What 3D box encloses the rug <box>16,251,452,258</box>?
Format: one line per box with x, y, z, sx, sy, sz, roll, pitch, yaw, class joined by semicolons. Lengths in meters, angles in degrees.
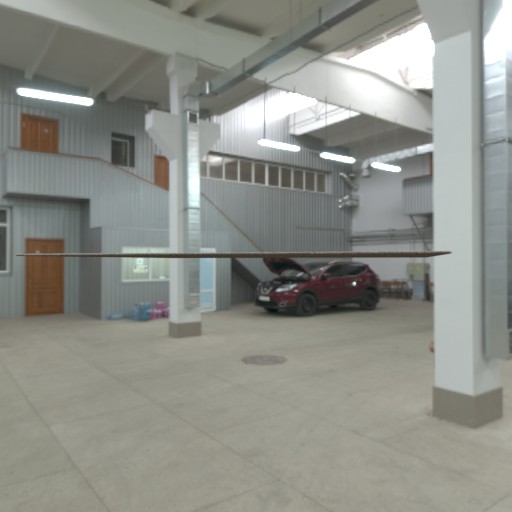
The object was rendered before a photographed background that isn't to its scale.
0.000;0.000;4.046;3.050;0.016;2.441;0;-1;18;rug
